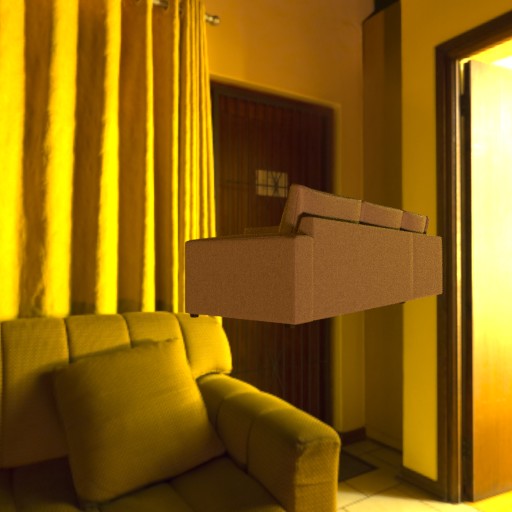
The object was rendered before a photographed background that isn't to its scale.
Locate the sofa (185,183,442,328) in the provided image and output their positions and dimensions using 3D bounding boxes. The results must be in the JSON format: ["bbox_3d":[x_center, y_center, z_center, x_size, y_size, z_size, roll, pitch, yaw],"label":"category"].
[{"bbox_3d":[0.000,0.000,4.149,2.622,0.800,2.742,-1,-1,38],"label":"sofa"}]
